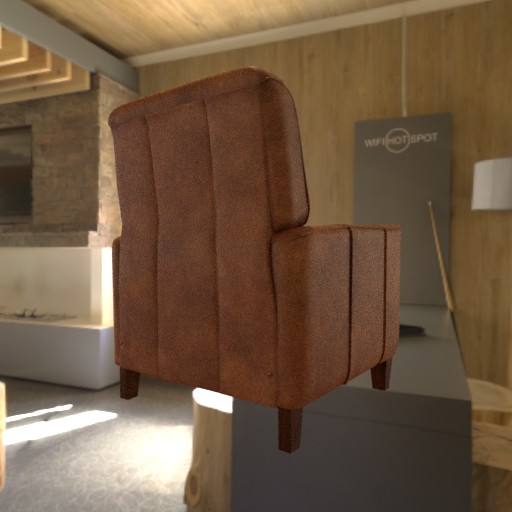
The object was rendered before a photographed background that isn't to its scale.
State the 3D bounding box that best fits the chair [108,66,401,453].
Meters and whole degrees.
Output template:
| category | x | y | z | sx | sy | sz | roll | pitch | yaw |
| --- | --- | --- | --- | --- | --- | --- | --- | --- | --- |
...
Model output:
| category | x | y | z | sx | sy | sz | roll | pitch | yaw |
| --- | --- | --- | --- | --- | --- | --- | --- | --- | --- |
| chair | 0.000 | 0.000 | 1.655 | 0.843 | 1.043 | 0.836 | 1 | 1 | 37 |
